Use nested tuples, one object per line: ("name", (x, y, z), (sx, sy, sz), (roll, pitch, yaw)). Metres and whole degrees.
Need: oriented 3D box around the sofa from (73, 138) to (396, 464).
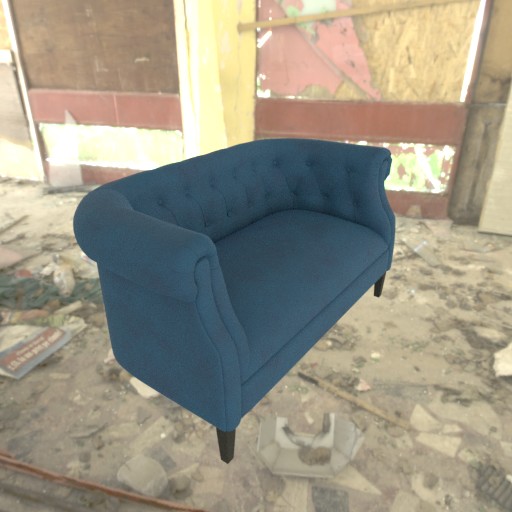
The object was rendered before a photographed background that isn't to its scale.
("sofa", (0.000, 0.000, 2.037), (0.835, 0.827, 1.558), (18, 31, 32))
